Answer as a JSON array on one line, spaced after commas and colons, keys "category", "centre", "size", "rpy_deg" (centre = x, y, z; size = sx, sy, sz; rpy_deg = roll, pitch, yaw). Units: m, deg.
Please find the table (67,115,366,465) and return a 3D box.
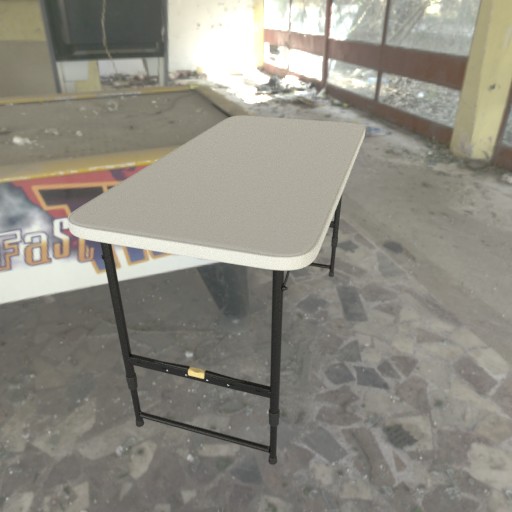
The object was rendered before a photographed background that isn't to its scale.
[{"category": "table", "centre": [0.000, 0.000, 1.638], "size": [0.610, 0.737, 1.219], "rpy_deg": [9, 31, 15]}]
